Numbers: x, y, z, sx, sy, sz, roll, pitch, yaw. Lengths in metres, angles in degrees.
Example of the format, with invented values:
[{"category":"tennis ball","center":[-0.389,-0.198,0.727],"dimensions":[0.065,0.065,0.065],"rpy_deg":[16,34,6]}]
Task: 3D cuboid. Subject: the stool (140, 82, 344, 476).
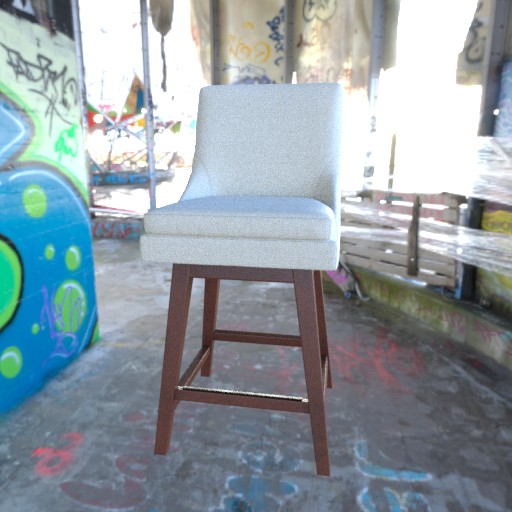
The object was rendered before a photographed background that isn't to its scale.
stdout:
[{"category":"stool","center":[0.000,0.000,1.274],"dimensions":[0.469,0.991,0.559],"rpy_deg":[2,14,10]}]
